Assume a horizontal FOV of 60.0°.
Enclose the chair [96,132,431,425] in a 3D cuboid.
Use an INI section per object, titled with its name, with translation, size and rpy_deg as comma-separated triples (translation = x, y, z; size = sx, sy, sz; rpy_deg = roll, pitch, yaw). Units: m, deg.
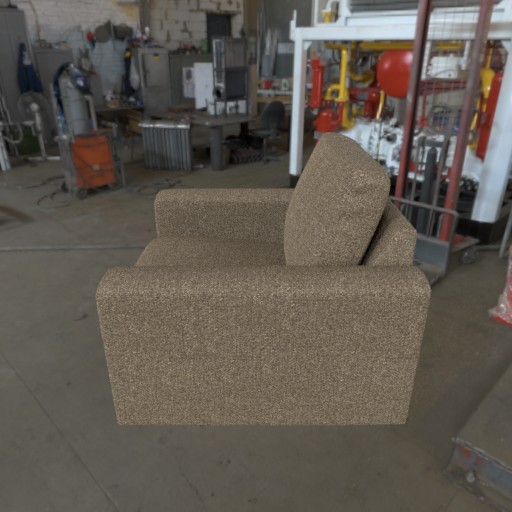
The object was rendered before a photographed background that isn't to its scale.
[chair]
translation = 0.000, 0.000, 1.772
size = 1.016, 0.873, 1.005
rpy_deg = 0, 25, 0
